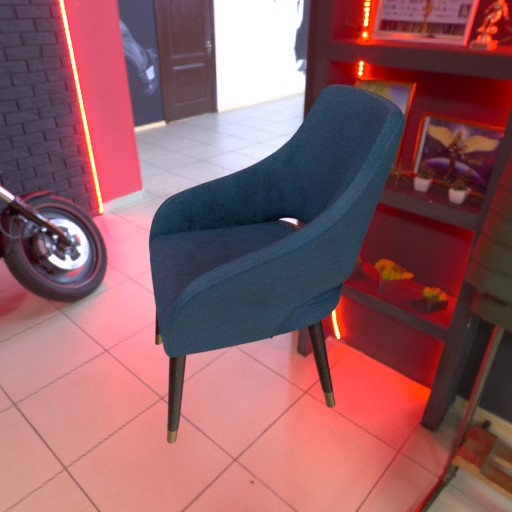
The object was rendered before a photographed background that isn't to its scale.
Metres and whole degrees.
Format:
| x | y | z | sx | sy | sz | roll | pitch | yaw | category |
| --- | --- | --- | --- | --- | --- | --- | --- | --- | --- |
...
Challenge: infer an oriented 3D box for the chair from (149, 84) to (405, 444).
| x | y | z | sx | sy | sz | roll | pitch | yaw | category |
| --- | --- | --- | --- | --- | --- | --- | --- | --- | --- |
| 0.000 | 0.000 | 1.587 | 0.794 | 1.081 | 0.683 | -8 | 32 | -13 | chair |
